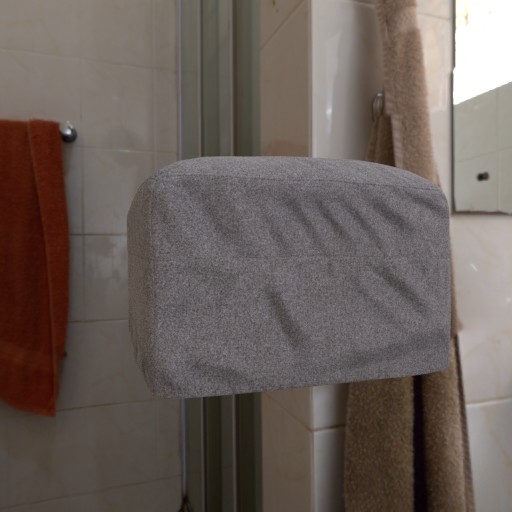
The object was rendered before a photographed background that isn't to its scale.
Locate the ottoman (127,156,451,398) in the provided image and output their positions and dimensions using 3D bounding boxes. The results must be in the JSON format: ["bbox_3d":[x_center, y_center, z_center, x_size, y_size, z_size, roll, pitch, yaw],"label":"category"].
[{"bbox_3d":[0.000,0.000,1.239,0.683,0.481,0.837,0,1,-18],"label":"ottoman"}]
